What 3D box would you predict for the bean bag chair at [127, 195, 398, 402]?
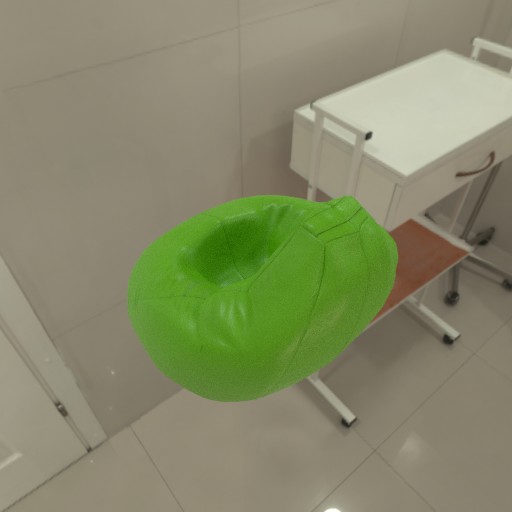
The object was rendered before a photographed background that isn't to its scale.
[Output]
[{"bbox_3d":[0.000,0.000,1.834,1.070,0.990,1.070,-30,53,-26],"label":"bean bag chair"}]
